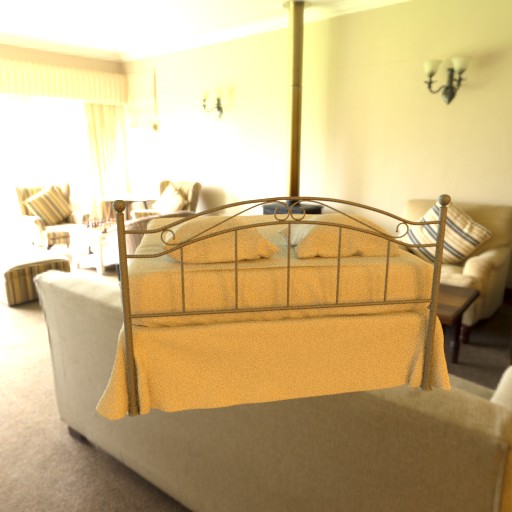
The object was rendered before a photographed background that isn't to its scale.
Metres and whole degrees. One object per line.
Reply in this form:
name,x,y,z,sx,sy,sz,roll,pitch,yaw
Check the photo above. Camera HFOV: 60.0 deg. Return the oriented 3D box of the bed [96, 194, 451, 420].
bed,0.000,0.000,3.242,1.936,1.080,2.215,-2,14,-8
